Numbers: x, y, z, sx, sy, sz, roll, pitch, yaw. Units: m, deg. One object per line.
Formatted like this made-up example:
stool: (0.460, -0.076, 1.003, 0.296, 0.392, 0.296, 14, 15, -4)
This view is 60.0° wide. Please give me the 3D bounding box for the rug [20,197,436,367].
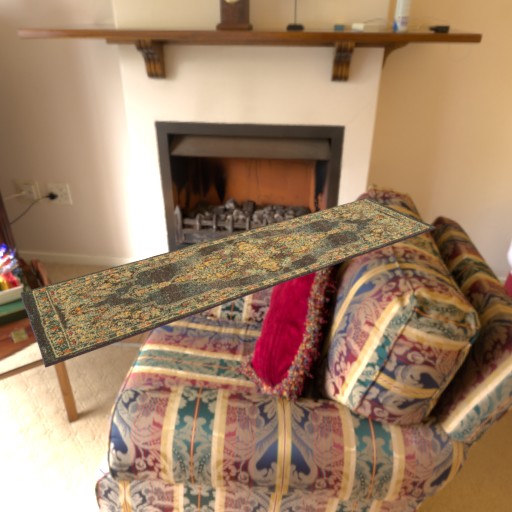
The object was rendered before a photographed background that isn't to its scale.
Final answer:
rug: (0.000, 0.000, 2.426, 2.283, 0.016, 0.602, -17, 33, -28)
